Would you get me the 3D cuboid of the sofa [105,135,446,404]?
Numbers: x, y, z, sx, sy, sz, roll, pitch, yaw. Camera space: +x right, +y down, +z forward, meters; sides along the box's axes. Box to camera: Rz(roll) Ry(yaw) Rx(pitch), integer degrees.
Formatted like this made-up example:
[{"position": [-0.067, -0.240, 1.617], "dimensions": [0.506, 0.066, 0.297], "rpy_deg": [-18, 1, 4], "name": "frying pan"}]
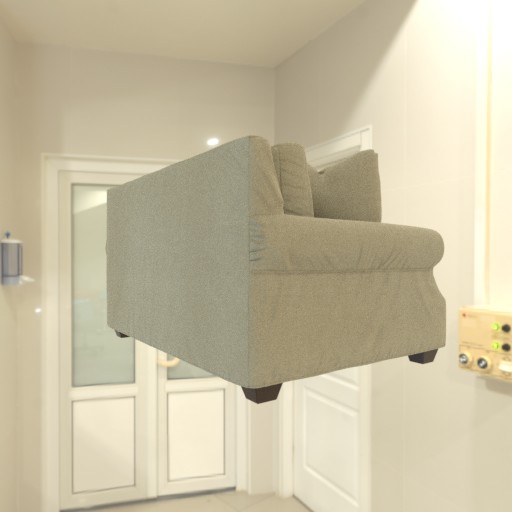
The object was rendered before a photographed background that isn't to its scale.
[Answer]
[{"position": [0.000, 0.000, 2.195], "dimensions": [1.070, 0.905, 1.550], "rpy_deg": [0, 1, -35], "name": "sofa"}]
